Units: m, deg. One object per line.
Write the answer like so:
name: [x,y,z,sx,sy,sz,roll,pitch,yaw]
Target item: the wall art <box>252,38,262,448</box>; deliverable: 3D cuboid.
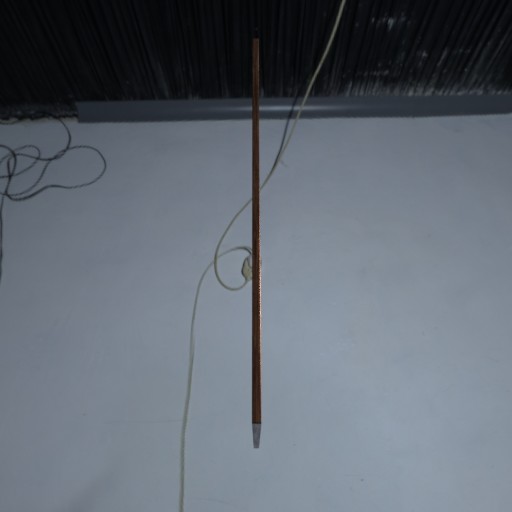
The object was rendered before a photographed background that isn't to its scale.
wall art: [0.000,0.000,1.064,0.014,0.559,0.816,0,63,0]
